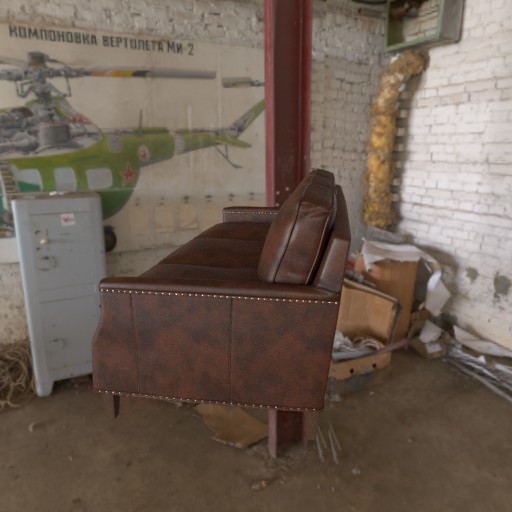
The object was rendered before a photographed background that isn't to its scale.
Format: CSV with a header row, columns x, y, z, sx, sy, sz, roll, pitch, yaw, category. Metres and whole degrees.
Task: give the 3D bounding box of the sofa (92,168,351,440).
x,y,z,sx,sy,sz,roll,pitch,yaw,category
0.000,0.000,2.799,1.084,1.003,2.240,2,14,9,sofa
